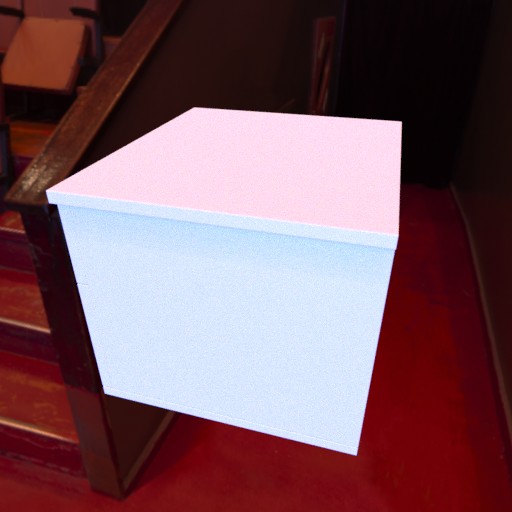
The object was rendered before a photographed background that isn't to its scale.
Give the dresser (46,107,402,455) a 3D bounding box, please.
[{"bbox_3d":[0.000,0.000,0.728,0.400,0.360,0.430,8,32,14],"label":"dresser"}]
